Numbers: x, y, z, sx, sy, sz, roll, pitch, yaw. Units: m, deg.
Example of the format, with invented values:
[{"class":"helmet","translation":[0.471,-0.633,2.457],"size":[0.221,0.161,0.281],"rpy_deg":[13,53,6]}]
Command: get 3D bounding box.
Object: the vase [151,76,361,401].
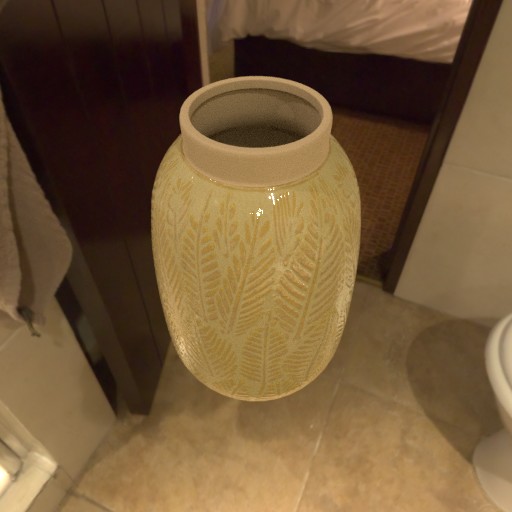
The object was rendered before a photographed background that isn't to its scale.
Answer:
[{"class":"vase","translation":[0.000,0.000,0.378],"size":[0.172,0.270,0.172],"rpy_deg":[0,47,0]}]
